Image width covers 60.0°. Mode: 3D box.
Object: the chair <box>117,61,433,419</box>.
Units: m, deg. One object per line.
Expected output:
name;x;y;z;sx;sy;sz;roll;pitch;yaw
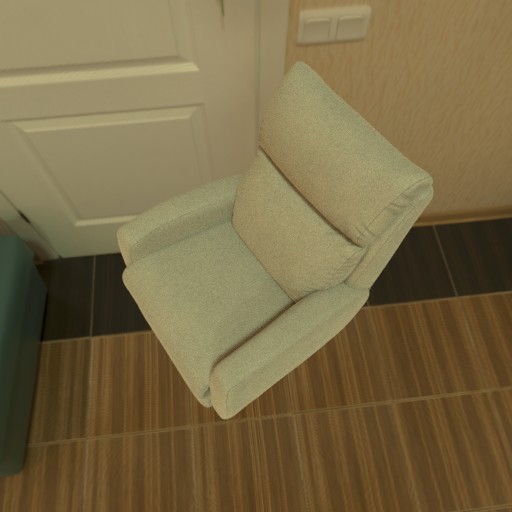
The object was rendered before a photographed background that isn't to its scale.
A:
chair;0.000;0.000;1.687;0.940;1.021;0.794;-33;68;-15
